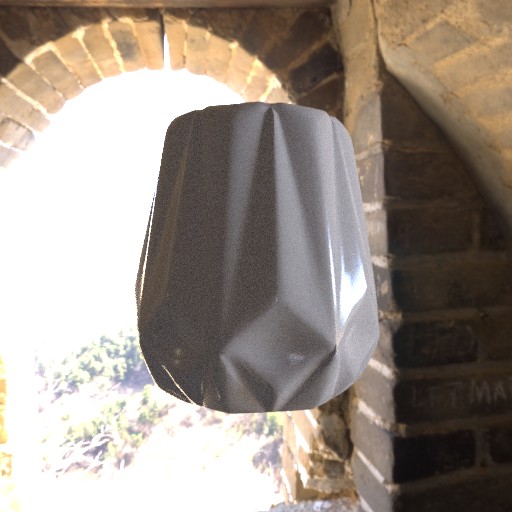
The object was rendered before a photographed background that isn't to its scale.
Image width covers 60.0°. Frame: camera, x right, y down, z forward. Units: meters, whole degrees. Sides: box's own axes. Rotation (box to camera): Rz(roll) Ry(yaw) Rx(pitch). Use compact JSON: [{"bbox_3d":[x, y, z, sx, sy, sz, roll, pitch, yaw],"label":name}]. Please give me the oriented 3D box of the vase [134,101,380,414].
[{"bbox_3d":[0.000,0.000,0.264,0.141,0.152,0.141,0,1,0],"label":"vase"}]
